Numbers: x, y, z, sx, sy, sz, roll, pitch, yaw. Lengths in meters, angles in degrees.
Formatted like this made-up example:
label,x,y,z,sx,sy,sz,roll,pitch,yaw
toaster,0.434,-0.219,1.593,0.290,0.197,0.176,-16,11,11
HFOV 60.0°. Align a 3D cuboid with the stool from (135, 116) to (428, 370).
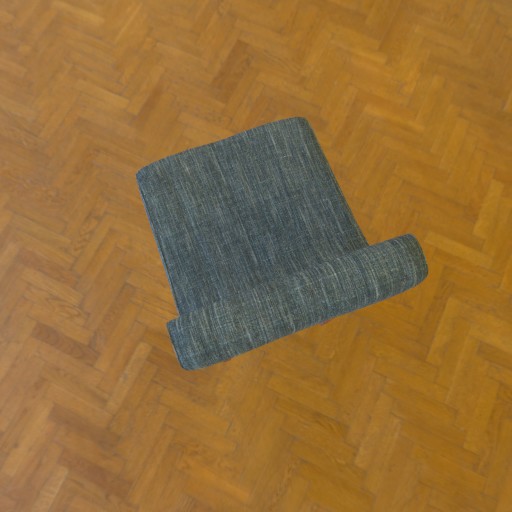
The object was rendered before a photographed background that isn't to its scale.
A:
label,x,y,z,sx,sy,sz,roll,pitch,yaw
stool,0.000,0.000,1.077,0.395,0.835,0.459,-20,75,-5
